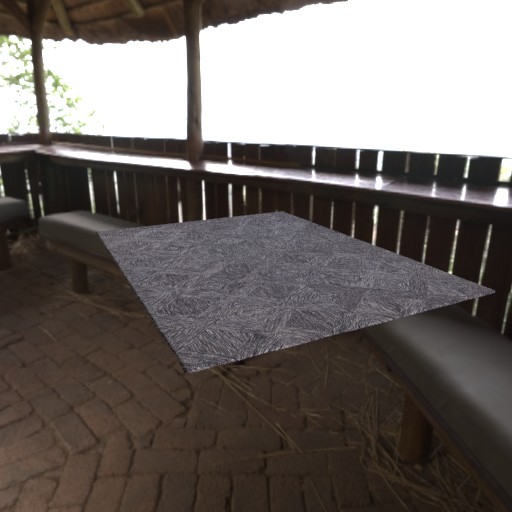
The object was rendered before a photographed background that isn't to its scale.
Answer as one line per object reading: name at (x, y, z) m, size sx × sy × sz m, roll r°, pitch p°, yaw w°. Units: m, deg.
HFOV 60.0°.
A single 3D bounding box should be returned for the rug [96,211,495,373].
rug at (0.000, 0.000, 4.170) m, size 2.448 × 0.017 × 3.204 m, roll -9°, pitch 20°, yaw -26°
